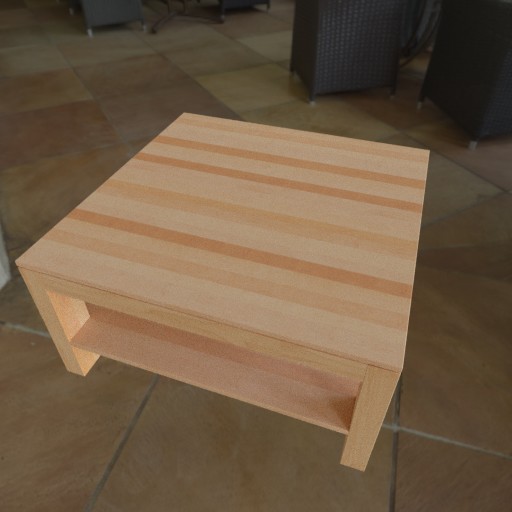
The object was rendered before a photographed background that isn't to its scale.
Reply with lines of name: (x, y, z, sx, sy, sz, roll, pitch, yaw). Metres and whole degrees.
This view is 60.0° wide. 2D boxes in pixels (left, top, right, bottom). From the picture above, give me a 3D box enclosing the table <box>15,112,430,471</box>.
table: (0.000, 0.000, 1.409, 0.900, 0.450, 0.900, 13, 43, 14)
